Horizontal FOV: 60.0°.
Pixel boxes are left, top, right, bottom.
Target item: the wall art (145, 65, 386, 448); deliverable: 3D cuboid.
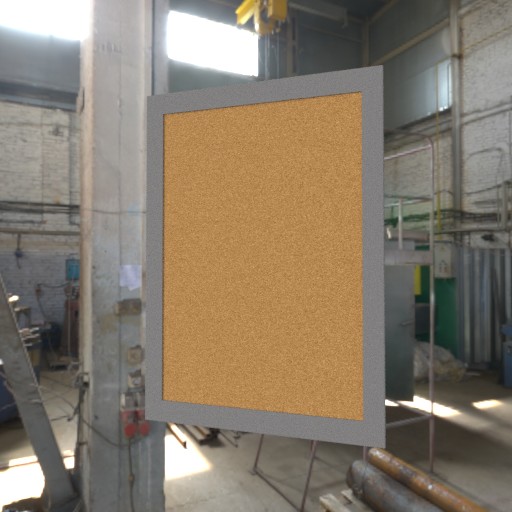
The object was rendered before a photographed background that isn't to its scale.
[{"bbox_3d":[0.000,0.000,0.672,0.374,0.529,0.012,0,-1,18],"label":"wall art"}]
